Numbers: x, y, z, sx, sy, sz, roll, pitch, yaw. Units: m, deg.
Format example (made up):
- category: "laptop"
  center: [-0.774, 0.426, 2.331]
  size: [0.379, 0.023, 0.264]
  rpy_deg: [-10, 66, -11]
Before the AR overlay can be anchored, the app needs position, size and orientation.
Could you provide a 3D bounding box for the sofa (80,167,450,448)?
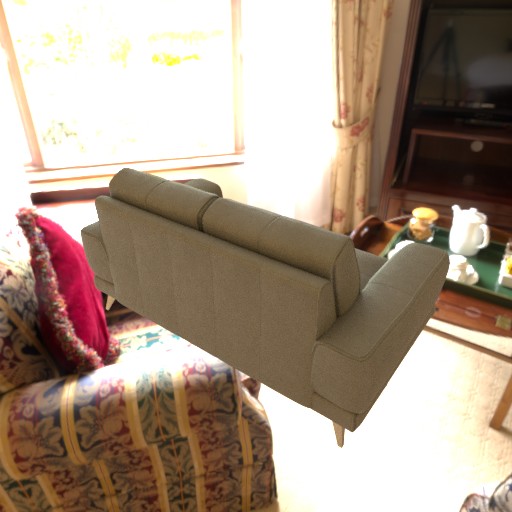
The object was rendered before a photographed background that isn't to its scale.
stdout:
- category: "sofa"
  center: [0.000, 0.000, 2.428]
  size: [1.806, 0.907, 1.018]
  rpy_deg: [21, 37, 31]
